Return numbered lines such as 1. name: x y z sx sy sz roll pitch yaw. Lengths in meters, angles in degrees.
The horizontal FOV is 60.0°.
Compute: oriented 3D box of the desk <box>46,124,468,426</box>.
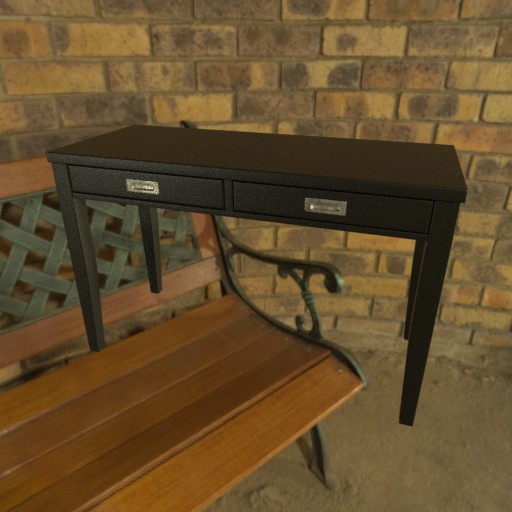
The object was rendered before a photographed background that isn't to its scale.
1. desk: 0.000 0.000 1.599 1.220 0.775 0.508 8 28 16
